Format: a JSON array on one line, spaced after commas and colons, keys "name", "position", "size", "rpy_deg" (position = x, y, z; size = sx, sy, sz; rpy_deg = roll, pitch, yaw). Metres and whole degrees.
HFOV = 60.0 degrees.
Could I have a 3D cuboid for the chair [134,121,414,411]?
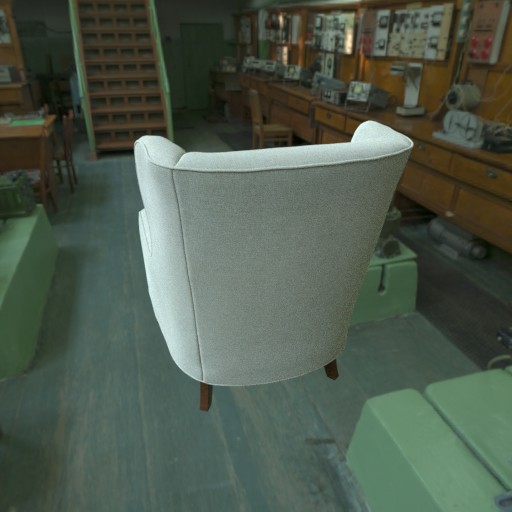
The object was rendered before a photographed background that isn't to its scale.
[{"name": "chair", "position": [0.000, 0.000, 1.750], "size": [0.838, 1.040, 0.966], "rpy_deg": [-8, 28, -16]}]
